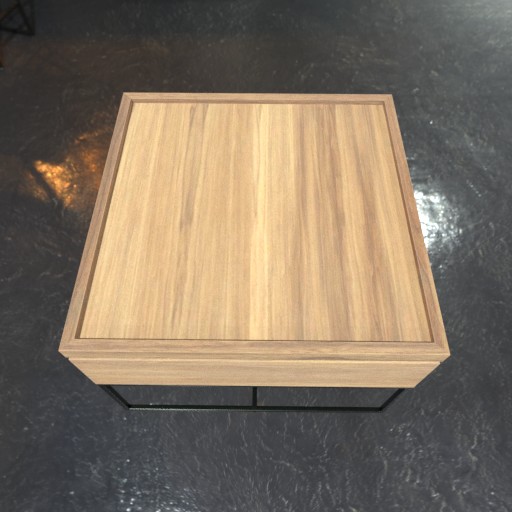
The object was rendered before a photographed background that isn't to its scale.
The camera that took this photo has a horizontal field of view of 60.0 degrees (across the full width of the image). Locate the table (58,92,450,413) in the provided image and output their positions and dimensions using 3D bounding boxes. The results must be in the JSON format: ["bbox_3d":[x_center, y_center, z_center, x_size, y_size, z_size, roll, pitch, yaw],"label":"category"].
[{"bbox_3d":[0.000,0.000,1.138,0.676,0.464,0.679,1,59,0],"label":"table"}]
